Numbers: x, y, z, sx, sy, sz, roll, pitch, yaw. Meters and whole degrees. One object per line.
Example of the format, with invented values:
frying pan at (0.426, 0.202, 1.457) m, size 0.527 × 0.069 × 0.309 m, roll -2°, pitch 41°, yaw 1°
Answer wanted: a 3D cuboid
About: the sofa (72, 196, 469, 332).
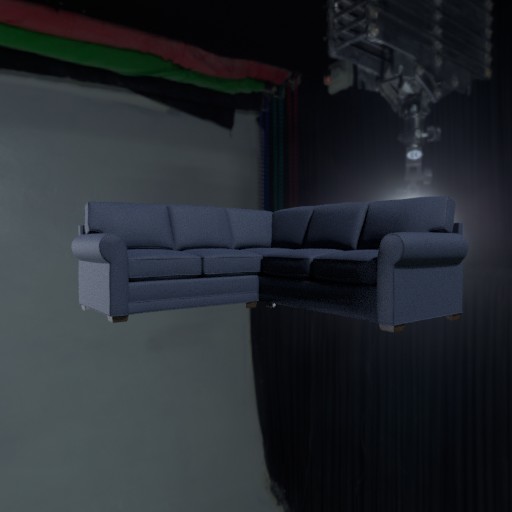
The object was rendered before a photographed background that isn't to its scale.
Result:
sofa at (0.000, 0.000, 3.862) m, size 2.487 × 1.042 × 2.562 m, roll -1°, pitch 2°, yaw -36°
